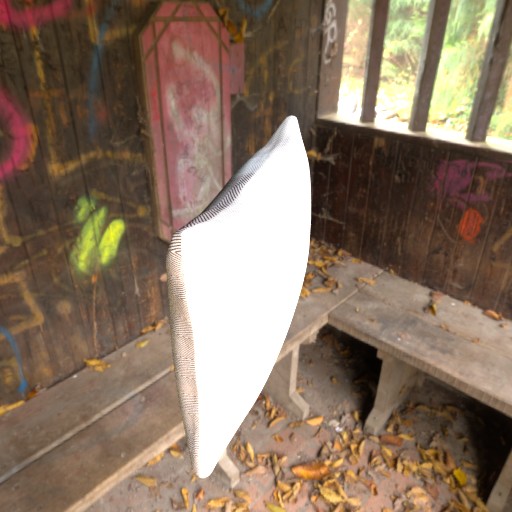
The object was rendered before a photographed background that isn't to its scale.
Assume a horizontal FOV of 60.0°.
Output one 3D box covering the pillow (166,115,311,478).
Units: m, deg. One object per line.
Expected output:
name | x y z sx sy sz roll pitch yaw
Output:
pillow | 0.000 0.000 0.636 0.139 0.305 0.506 7 30 13
